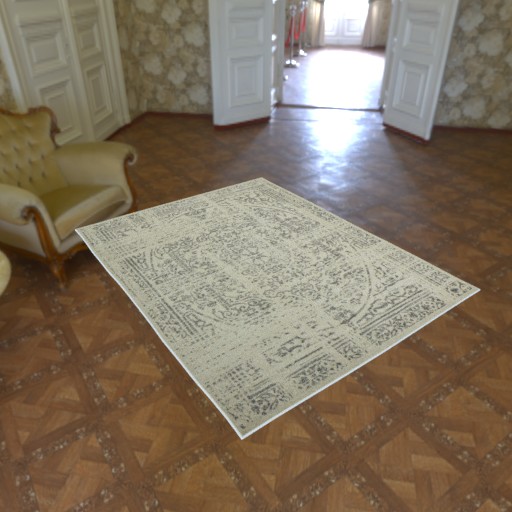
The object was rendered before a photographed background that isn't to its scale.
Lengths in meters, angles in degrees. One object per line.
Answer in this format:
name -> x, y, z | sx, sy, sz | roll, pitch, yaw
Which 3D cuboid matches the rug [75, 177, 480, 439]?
rug -> 0.000, 0.000, 3.941 | 2.311, 0.032, 2.921 | -21, 38, -30
